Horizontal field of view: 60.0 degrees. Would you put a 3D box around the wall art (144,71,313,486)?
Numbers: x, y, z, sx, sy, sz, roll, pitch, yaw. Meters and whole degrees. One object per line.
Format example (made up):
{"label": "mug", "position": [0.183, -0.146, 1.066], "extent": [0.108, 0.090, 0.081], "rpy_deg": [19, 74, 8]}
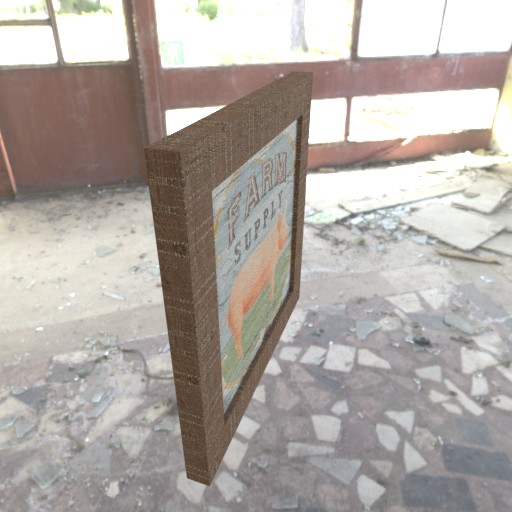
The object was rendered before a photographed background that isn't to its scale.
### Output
{"label": "wall art", "position": [0.000, 0.000, 0.776], "extent": [0.040, 0.531, 0.531], "rpy_deg": [10, 32, 17]}
